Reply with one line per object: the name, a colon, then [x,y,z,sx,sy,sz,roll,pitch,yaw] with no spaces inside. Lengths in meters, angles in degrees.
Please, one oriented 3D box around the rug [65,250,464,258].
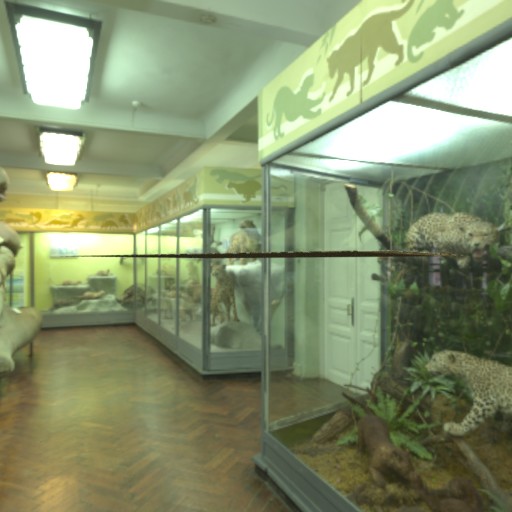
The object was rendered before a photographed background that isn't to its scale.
rug: [0.000,0.000,3.112,2.438,0.008,1.524,-1,-1,36]
